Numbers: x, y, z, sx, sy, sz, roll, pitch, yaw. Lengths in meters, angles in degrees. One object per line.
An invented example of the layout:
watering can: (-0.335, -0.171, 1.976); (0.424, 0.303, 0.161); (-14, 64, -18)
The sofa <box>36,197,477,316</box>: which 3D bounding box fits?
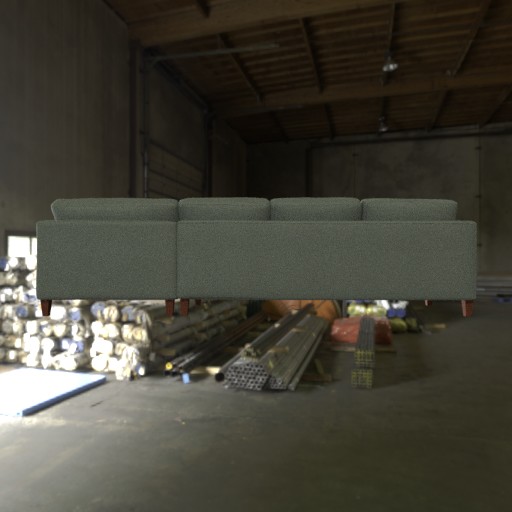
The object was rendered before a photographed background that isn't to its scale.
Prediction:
sofa: (0.000, 0.000, 4.215); (3.471, 0.950, 1.604); (0, 0, 0)
